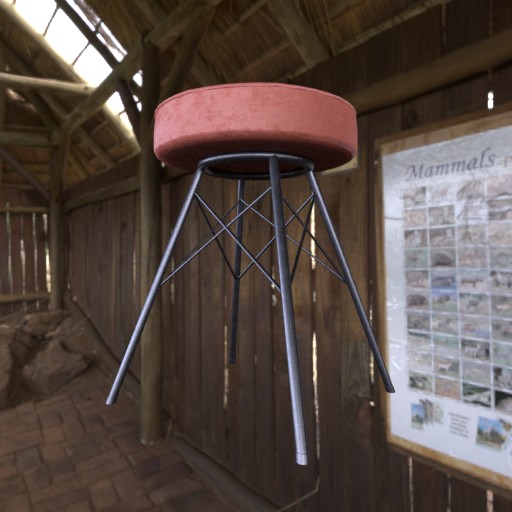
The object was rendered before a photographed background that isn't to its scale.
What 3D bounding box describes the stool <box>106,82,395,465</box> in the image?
[{"bbox_3d":[0.000,0.000,0.925,0.457,0.593,0.421,0,1,35],"label":"stool"}]
